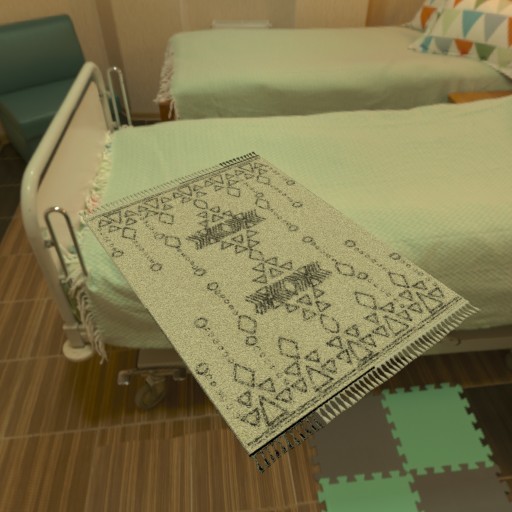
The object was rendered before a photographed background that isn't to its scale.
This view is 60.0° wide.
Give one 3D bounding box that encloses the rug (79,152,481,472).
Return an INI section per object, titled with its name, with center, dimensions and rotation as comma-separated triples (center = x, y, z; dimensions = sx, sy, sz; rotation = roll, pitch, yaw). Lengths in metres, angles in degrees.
[rug]
center = 0.000, 0.000, 2.961
dimensions = 1.600, 0.013, 2.312
rotation = -26, 48, -26
